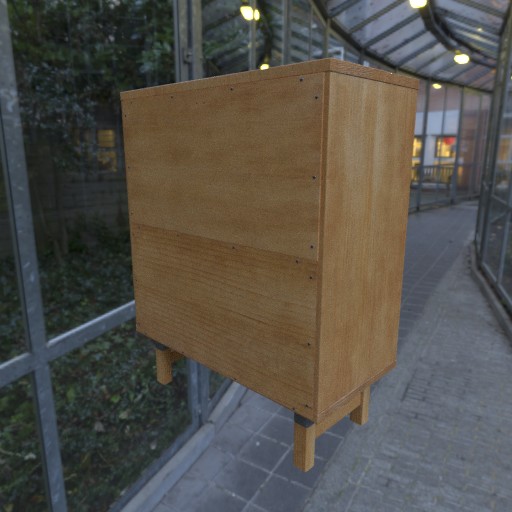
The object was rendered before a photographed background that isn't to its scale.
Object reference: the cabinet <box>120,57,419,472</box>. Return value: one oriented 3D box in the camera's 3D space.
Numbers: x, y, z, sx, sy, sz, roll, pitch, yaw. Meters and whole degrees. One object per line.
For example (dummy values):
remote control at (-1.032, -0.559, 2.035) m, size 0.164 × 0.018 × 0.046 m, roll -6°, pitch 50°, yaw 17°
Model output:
cabinet at (0.000, 0.000, 1.393) m, size 0.800 × 1.001 × 0.419 m, roll 13°, pitch 19°, yaw 42°
